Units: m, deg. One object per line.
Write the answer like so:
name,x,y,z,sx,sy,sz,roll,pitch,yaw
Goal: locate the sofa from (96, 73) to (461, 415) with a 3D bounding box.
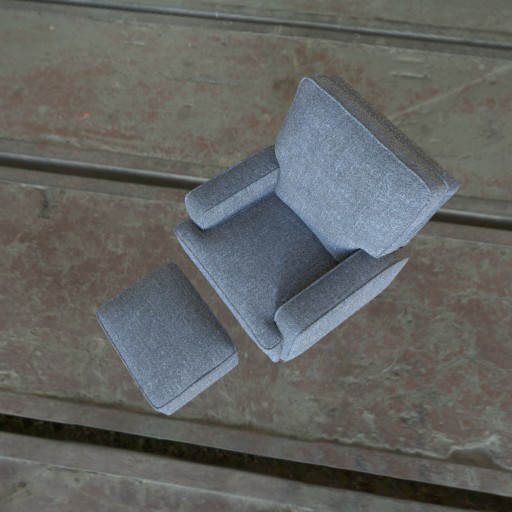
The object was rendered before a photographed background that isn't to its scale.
sofa,0.000,0.000,1.999,1.472,0.959,0.861,-34,70,-15
